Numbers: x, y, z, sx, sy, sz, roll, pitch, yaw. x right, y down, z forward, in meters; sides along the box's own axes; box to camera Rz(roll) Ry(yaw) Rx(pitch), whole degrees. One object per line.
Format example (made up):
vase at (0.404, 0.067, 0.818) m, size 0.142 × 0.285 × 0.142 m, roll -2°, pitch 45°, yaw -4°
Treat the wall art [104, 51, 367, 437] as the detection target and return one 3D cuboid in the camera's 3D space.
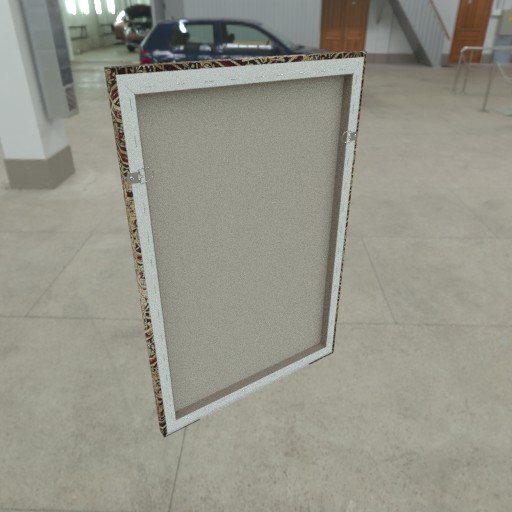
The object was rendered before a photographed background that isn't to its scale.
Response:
wall art at (0.000, 0.000, 1.105) m, size 0.599 × 0.904 × 0.030 m, roll -18°, pitch 34°, yaw -29°
